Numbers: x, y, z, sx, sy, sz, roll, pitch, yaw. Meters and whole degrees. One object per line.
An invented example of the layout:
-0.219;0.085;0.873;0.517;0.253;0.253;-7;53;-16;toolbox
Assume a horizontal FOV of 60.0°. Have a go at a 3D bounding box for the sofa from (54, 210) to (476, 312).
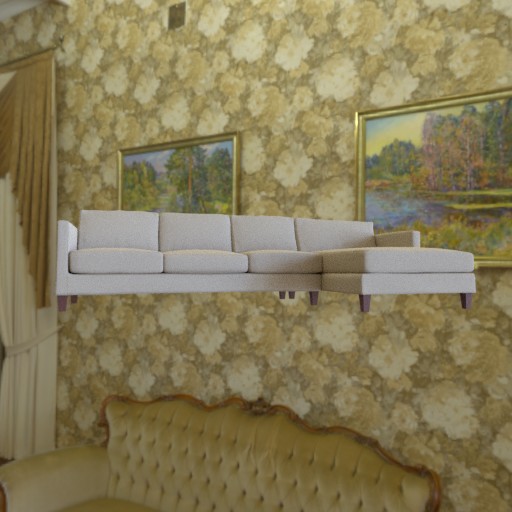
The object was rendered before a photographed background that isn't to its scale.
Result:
0.000;0.000;3.843;3.186;0.861;1.625;1;-2;-17;sofa
